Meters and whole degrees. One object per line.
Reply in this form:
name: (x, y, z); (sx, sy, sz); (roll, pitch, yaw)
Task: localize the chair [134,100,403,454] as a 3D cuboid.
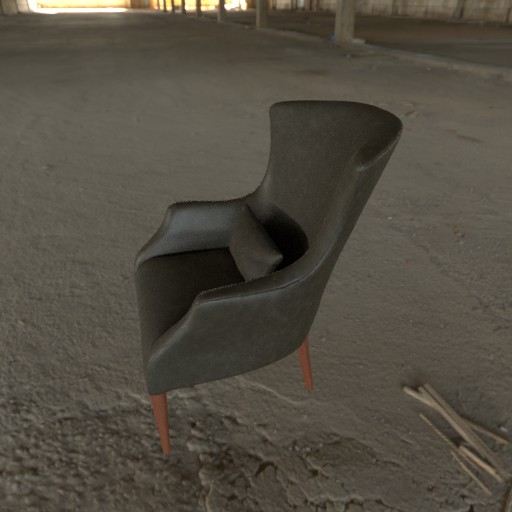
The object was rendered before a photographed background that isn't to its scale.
chair: (0.000, 0.000, 1.737); (0.954, 1.068, 0.819); (-8, 31, -14)
